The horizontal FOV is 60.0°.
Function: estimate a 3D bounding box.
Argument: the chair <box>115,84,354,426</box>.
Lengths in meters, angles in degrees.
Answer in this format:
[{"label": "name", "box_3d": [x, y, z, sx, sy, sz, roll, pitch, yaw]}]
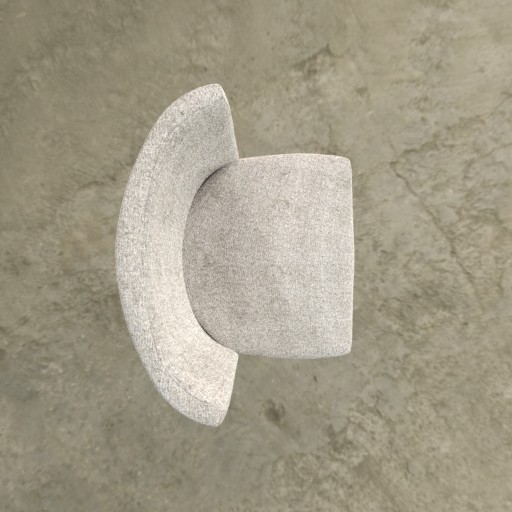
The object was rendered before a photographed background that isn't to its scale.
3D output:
[{"label": "chair", "box_3d": [0.000, 0.000, 1.310, 0.575, 0.827, 0.728, 0, 90, 0]}]
